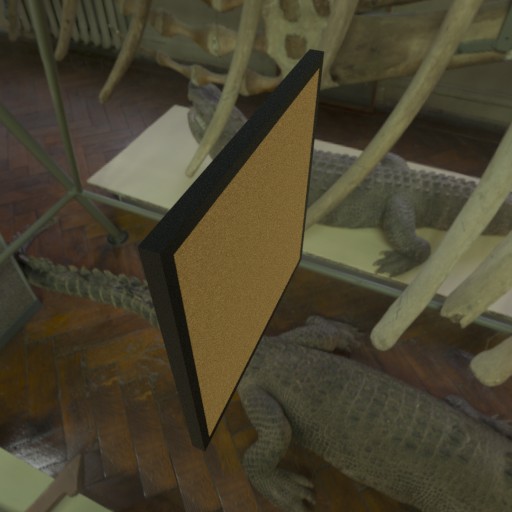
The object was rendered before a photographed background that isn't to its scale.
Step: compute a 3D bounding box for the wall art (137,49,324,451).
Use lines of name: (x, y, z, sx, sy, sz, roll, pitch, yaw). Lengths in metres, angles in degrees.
wall art: (0.000, 0.000, 1.147, 0.038, 0.762, 0.762, 18, 49, 16)
